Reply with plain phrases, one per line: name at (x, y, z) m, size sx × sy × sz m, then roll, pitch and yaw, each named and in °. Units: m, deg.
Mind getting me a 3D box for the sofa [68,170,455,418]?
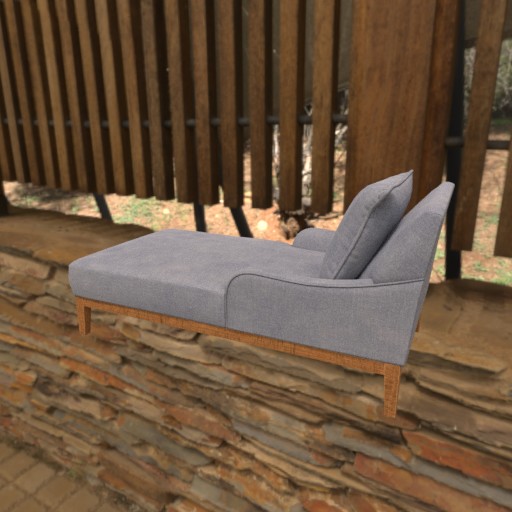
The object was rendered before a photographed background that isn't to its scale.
sofa at (0.000, 0.000, 2.305) m, size 1.779 × 0.883 × 0.904 m, roll 8°, pitch 19°, yaw 24°
